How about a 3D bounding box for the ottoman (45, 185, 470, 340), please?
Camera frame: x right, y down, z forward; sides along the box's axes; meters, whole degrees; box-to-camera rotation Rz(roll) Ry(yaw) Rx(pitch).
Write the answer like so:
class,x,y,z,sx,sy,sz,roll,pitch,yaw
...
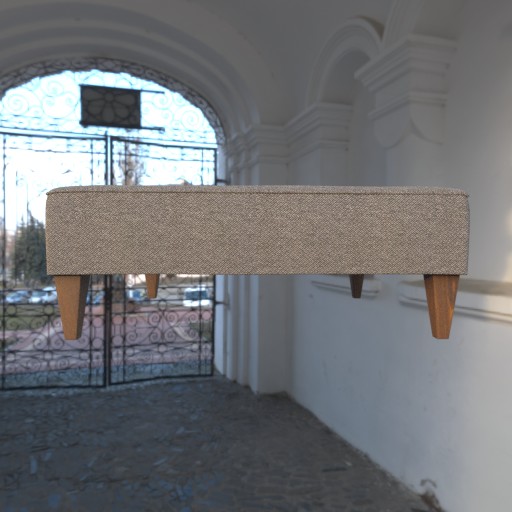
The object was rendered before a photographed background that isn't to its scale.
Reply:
class,x,y,z,sx,sy,sz,roll,pitch,yaw
ottoman,0.000,0.000,1.482,0.981,0.378,0.970,0,1,-1
